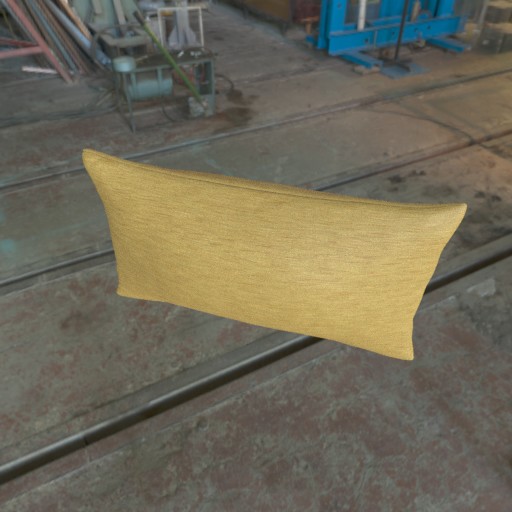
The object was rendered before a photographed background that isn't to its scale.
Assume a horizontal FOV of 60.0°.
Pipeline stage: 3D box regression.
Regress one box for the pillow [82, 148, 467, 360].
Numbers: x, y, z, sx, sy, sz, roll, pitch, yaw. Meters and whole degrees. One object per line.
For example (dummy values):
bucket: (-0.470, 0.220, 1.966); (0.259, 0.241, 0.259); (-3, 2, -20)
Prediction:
pillow: (0.000, 0.000, 0.813); (0.634, 0.354, 0.210); (11, 42, 13)
